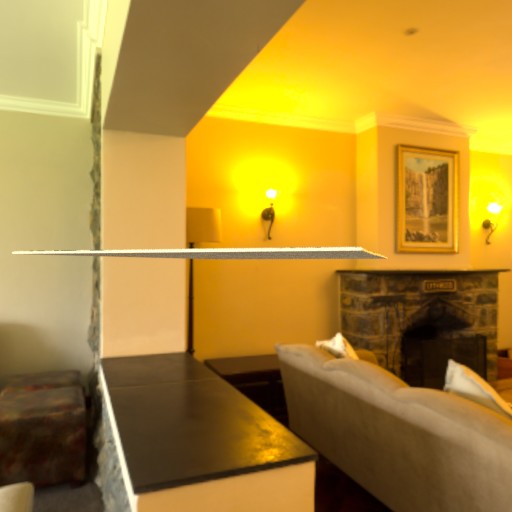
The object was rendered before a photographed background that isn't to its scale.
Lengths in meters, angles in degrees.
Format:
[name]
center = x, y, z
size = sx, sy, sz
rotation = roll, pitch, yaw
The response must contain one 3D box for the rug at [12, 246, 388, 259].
[rug]
center = 0.000, 0.000, 2.789
size = 1.514, 0.014, 2.275
rotation = 0, -1, 18
